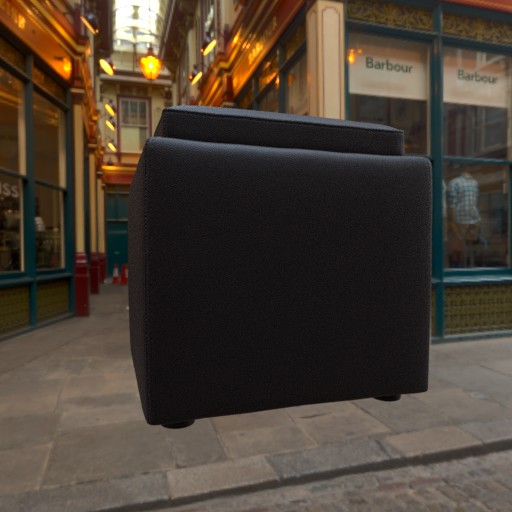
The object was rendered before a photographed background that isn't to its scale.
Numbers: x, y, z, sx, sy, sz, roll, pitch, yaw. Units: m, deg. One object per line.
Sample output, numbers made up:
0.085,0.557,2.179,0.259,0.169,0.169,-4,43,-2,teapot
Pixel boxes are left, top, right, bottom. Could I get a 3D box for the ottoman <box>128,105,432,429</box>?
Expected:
0.000,0.000,0.832,0.451,0.460,0.450,0,1,-18,ottoman
